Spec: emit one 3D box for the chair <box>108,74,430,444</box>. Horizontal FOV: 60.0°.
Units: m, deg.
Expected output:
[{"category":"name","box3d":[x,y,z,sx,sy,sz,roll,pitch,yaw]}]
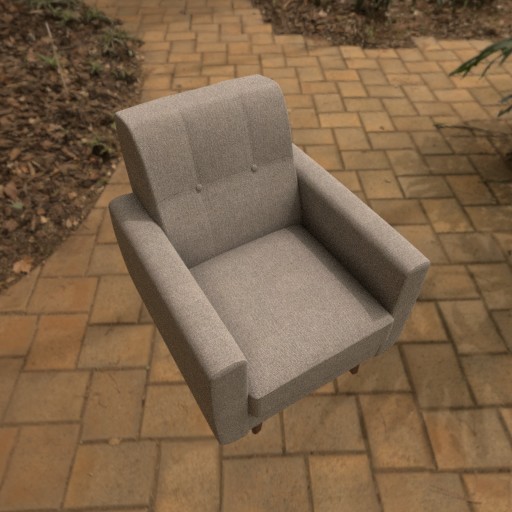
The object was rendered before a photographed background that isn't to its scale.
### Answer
[{"category":"chair","box3d":[0.000,0.000,1.685,0.845,0.968,0.942,-24,51,-21]}]
